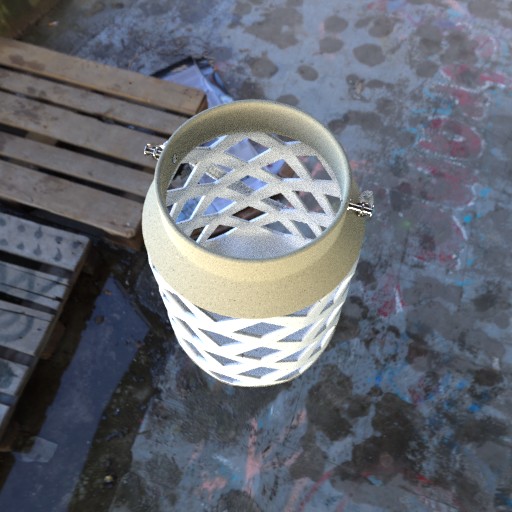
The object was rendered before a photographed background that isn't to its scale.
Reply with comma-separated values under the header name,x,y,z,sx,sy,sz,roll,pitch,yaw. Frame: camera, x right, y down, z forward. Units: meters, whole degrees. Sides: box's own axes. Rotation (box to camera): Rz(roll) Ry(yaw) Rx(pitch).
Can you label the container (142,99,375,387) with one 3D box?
name,x,y,z,sx,sy,sz,roll,pitch,yaw
container,0.000,0.000,0.401,0.188,0.264,0.198,17,66,8
